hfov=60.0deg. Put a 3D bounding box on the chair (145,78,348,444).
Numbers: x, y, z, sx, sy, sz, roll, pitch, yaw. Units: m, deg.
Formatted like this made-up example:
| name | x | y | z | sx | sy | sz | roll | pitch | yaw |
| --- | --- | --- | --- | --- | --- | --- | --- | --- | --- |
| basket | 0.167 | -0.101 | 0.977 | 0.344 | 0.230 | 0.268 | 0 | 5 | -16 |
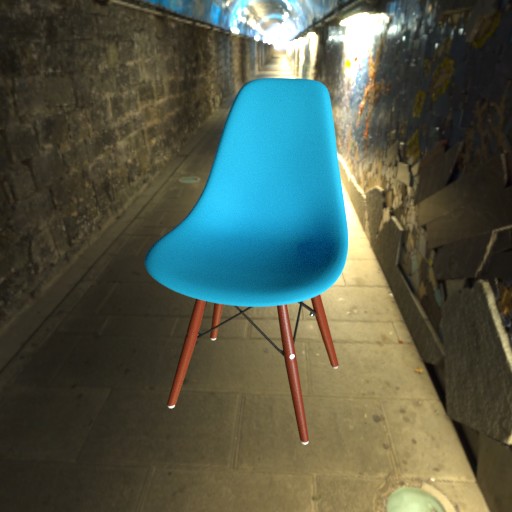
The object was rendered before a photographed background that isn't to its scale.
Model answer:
| name | x | y | z | sx | sy | sz | roll | pitch | yaw |
| --- | --- | --- | --- | --- | --- | --- | --- | --- | --- |
| chair | 0.000 | 0.000 | 1.150 | 0.470 | 0.826 | 0.533 | 8 | 27 | 17 |
